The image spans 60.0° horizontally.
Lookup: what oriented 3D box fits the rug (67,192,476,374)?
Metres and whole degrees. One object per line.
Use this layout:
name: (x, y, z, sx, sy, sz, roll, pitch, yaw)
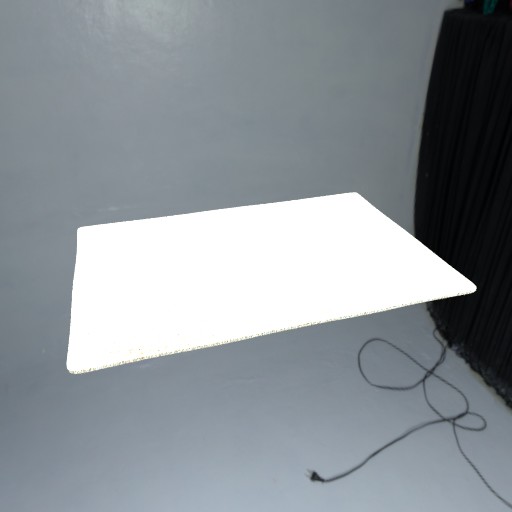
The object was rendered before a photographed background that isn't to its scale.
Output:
rug: (0.000, 0.000, 3.470, 2.698, 0.025, 1.798, -9, 32, -15)
